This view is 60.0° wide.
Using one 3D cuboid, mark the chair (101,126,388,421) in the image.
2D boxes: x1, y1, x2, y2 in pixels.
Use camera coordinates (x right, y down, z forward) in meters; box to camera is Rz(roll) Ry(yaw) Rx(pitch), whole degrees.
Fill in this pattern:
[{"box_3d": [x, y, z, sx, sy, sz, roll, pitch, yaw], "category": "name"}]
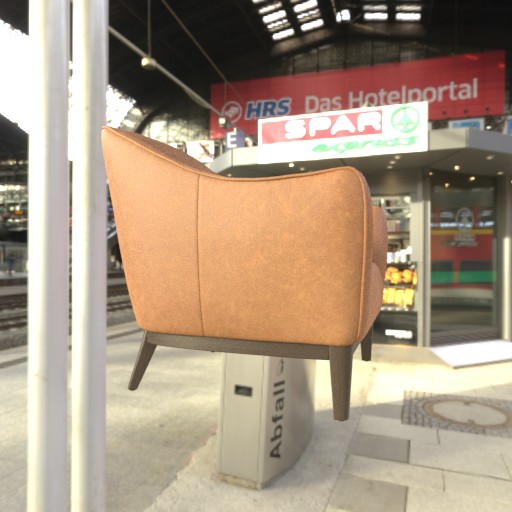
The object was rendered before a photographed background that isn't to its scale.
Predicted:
[{"box_3d": [0.000, 0.000, 1.549, 0.852, 0.830, 0.871, 0, 0, 19], "category": "chair"}]
